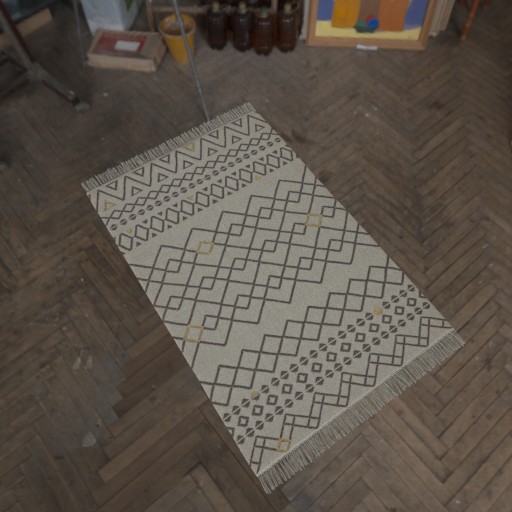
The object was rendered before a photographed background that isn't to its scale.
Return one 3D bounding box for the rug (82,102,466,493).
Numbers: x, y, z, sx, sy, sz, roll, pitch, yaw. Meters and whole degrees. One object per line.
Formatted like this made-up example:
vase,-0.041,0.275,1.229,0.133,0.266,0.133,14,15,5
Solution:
rug,0.000,0.000,3.012,1.495,0.035,2.472,-31,67,-15
